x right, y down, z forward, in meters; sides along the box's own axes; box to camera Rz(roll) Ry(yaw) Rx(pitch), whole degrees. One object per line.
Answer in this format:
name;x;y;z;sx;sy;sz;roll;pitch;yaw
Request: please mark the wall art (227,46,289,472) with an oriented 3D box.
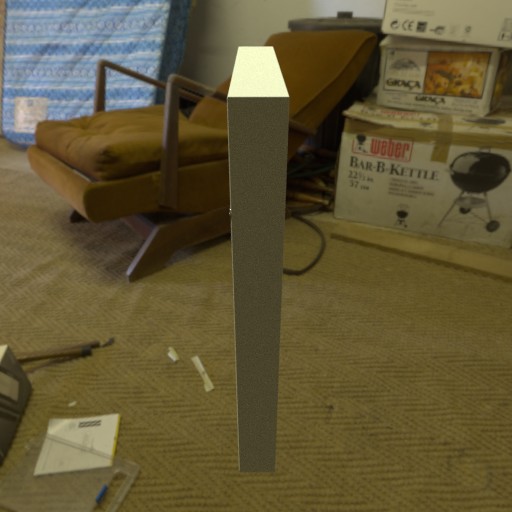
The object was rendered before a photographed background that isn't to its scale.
wall art;0.000;0.000;0.476;0.039;0.381;0.252;0;32;0
